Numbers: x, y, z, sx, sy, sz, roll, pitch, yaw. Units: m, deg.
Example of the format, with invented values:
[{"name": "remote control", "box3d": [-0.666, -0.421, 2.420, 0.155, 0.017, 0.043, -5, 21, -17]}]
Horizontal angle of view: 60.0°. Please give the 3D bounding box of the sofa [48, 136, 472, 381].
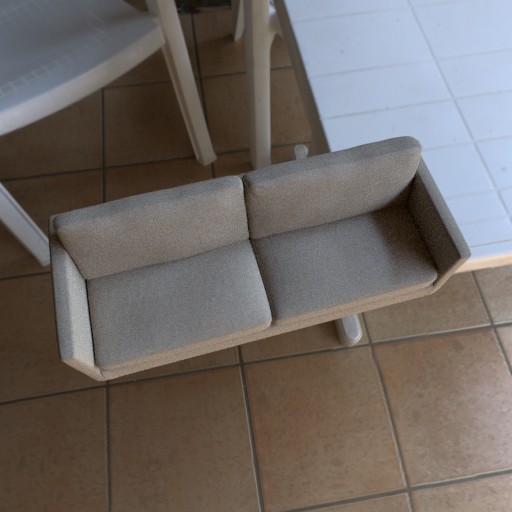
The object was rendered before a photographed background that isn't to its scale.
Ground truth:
[{"name": "sofa", "box3d": [0.000, 0.000, 2.906, 2.434, 0.965, 0.951, -14, 66, -6]}]
